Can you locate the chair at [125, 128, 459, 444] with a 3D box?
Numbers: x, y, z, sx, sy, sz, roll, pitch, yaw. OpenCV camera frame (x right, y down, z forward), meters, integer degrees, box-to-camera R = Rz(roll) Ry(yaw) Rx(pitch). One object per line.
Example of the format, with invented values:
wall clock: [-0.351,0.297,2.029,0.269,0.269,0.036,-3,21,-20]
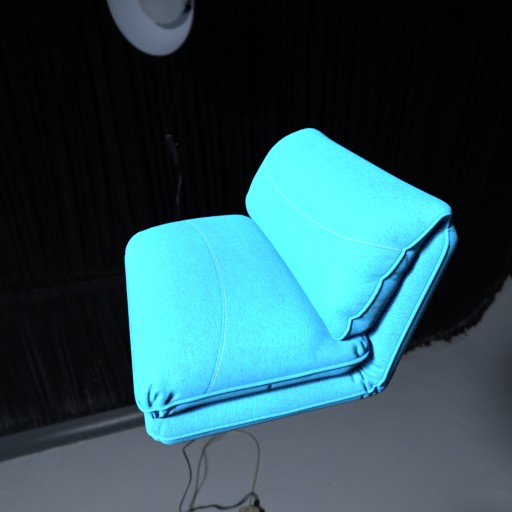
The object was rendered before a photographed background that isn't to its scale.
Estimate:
chair: [0.000,0.000,1.339,0.780,0.580,0.820,-8,30,-14]
